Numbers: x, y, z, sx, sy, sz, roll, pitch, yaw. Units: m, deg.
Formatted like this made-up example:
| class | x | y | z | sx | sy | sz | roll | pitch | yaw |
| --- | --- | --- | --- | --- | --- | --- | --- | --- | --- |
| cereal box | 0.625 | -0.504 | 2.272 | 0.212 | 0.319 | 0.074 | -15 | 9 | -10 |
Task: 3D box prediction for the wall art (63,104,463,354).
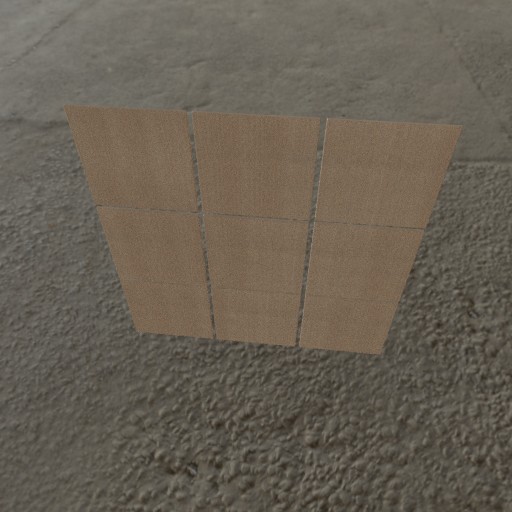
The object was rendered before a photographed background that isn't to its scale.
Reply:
| class | x | y | z | sx | sy | sz | roll | pitch | yaw |
| --- | --- | --- | --- | --- | --- | --- | --- | --- | --- |
| wall art | 0.000 | 0.000 | 1.782 | 1.219 | 1.218 | 0.013 | 5 | 45 | 4 |
